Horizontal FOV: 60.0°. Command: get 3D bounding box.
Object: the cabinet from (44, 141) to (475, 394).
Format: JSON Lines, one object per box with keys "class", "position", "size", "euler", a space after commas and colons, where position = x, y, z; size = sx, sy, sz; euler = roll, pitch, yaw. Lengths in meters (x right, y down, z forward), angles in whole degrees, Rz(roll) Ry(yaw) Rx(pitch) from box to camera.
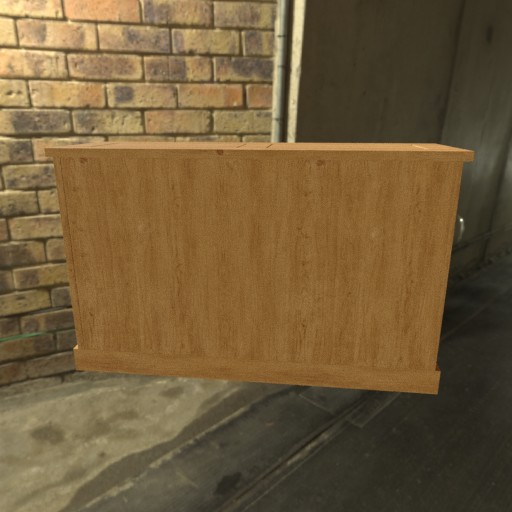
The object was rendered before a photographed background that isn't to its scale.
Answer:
{"class": "cabinet", "position": [0.000, 0.000, 1.675], "size": [1.321, 0.810, 0.432], "euler": [2, 17, 6]}
